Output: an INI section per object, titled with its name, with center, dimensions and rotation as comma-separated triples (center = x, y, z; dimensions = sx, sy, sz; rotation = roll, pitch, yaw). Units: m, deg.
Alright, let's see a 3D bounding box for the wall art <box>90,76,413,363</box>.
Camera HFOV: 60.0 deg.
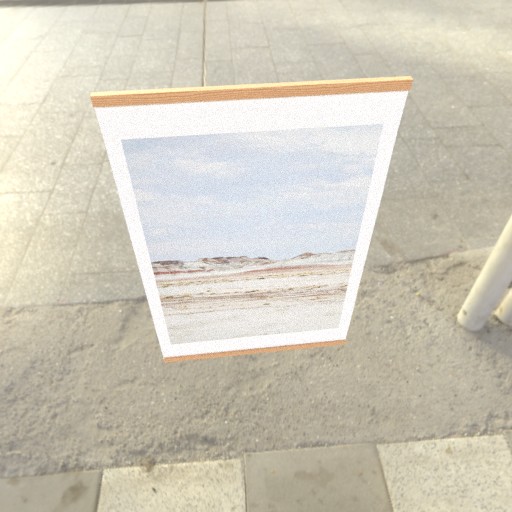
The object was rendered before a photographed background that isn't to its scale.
[wall art]
center = 0.000, 0.000, 1.931
dimensions = 1.011, 1.521, 0.025
rotation = -5, 46, -5
